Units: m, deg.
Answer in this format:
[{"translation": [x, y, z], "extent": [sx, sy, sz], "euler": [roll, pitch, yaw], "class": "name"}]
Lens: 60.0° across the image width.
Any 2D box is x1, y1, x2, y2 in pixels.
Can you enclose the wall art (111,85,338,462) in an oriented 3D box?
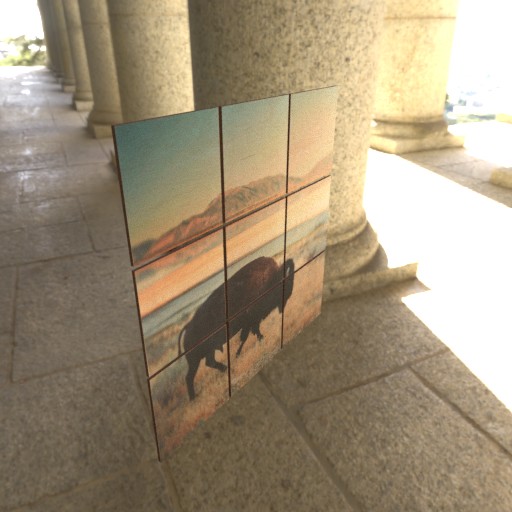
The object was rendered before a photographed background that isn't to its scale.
[{"translation": [0.000, 0.000, 1.818], "extent": [0.019, 1.218, 1.221], "euler": [18, 32, 32], "class": "wall art"}]
